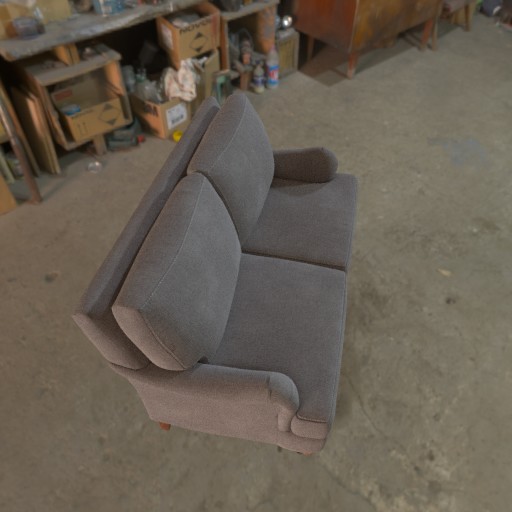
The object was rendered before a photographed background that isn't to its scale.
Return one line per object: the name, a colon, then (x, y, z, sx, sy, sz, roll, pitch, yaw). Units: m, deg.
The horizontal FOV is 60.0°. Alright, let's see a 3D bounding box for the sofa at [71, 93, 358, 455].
sofa: (0.000, 0.000, 2.535, 1.084, 1.101, 1.853, 9, 47, 9)
